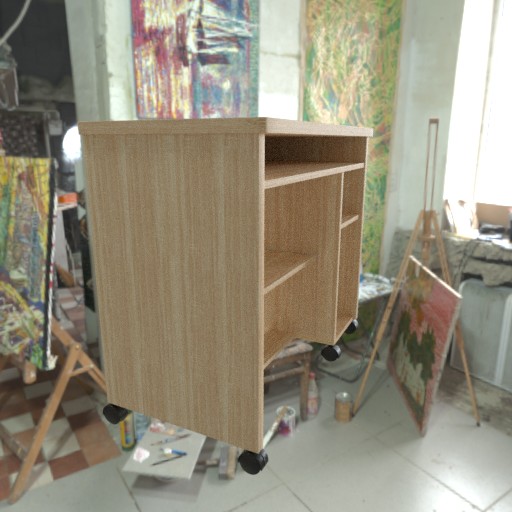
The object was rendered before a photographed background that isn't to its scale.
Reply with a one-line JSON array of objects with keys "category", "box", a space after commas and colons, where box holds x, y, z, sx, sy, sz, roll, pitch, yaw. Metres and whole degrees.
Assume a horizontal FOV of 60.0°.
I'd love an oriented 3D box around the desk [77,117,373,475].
[{"category": "desk", "box": [0.000, 0.000, 1.367, 0.480, 0.770, 0.884, 7, 16, 26]}]
